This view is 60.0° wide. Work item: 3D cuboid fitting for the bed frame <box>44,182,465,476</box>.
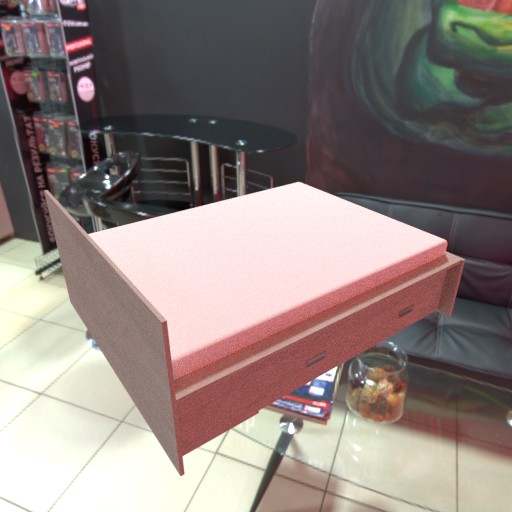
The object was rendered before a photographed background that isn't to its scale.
[{"bbox_3d":[0.000,0.000,2.770,1.960,0.800,1.622,-19,33,-31],"label":"bed frame"}]
